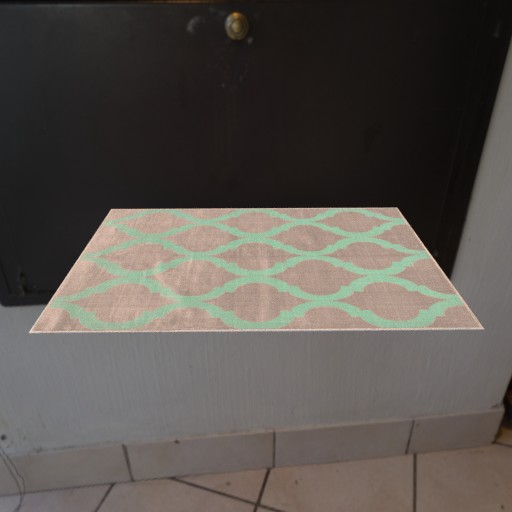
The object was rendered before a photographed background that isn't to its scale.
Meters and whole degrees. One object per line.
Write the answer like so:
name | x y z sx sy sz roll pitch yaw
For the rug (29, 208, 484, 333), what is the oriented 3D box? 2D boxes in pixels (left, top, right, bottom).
rug | 0.000 0.000 2.885 2.286 0.006 1.524 0 30 -1
